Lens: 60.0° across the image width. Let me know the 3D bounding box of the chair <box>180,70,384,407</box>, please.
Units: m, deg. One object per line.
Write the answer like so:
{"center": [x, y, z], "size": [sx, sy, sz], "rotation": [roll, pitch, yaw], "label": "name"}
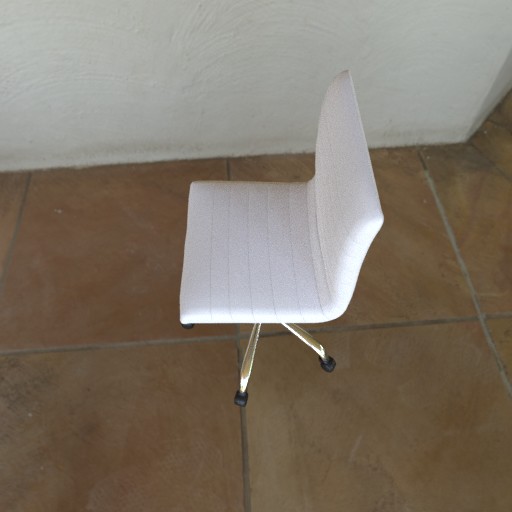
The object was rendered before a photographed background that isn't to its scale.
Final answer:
{"center": [0.000, 0.000, 1.057], "size": [0.455, 0.750, 0.520], "rotation": [-1, 57, -1], "label": "chair"}
